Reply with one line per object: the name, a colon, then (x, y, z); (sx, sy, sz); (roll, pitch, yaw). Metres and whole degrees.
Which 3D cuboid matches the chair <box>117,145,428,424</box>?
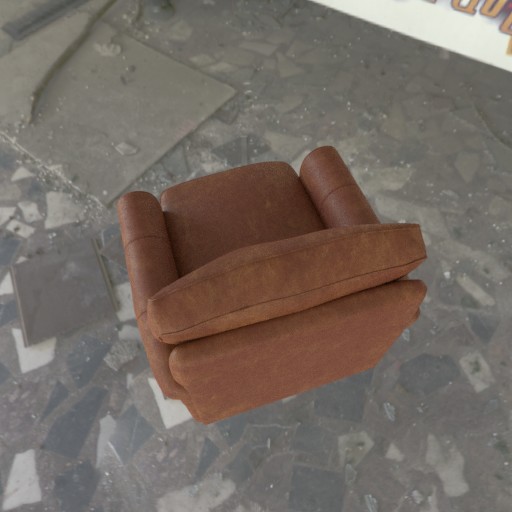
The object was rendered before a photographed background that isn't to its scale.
chair: (0.000, 0.000, 1.778); (0.983, 0.962, 0.986); (-15, 60, -9)
